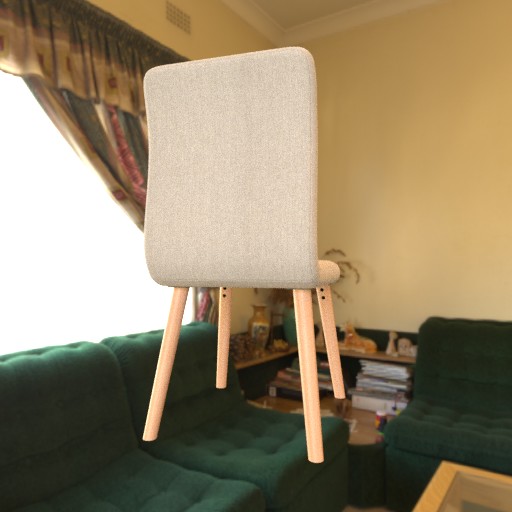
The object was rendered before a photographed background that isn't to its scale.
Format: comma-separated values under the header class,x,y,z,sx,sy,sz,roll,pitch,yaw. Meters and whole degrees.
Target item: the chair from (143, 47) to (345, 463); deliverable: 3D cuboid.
class,x,y,z,sx,sy,sz,roll,pitch,yaw
chair,0.000,0.000,1.228,0.435,0.885,0.550,0,-1,17
